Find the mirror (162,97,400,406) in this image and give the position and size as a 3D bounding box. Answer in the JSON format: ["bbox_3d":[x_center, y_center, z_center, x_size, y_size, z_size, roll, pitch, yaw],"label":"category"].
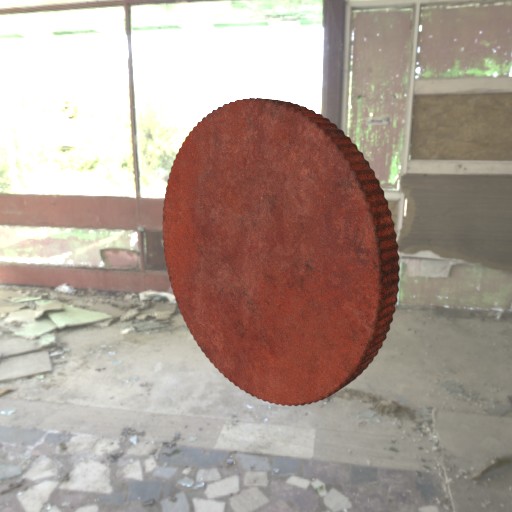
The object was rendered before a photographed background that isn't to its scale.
[{"bbox_3d":[0.000,0.000,0.907,0.056,0.609,0.609,-14,20,-43],"label":"mirror"}]
